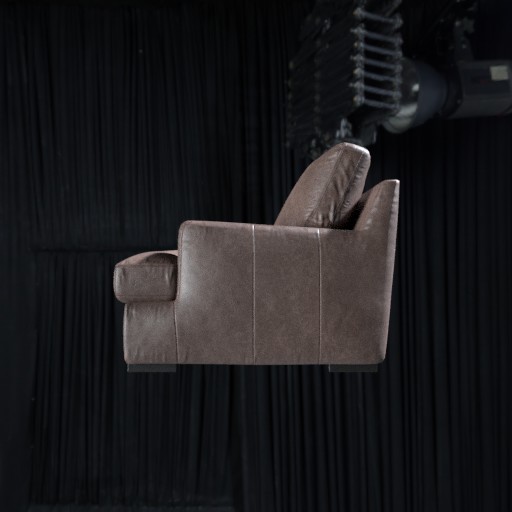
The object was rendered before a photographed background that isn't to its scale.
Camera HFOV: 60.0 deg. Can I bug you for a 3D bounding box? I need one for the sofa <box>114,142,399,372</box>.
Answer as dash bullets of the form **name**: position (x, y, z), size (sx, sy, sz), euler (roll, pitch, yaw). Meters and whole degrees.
- **sofa**: position (0.000, 0.000, 2.814), size (1.143, 0.941, 2.261), euler (0, -1, 0)
